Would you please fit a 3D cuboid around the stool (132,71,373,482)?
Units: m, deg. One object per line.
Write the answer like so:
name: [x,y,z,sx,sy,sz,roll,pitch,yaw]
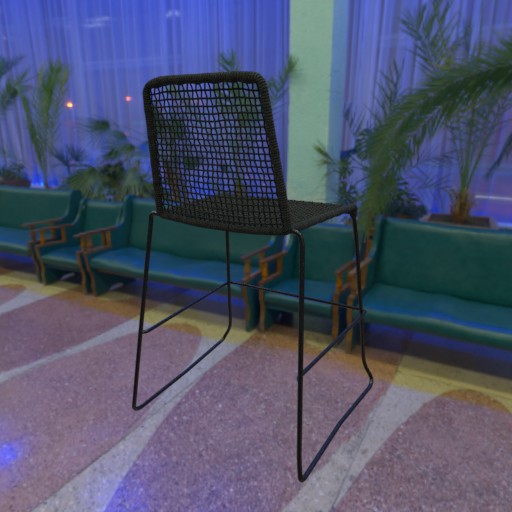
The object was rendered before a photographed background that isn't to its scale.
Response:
stool: [0.000,0.000,1.230,0.590,0.905,0.509,10,19,29]
